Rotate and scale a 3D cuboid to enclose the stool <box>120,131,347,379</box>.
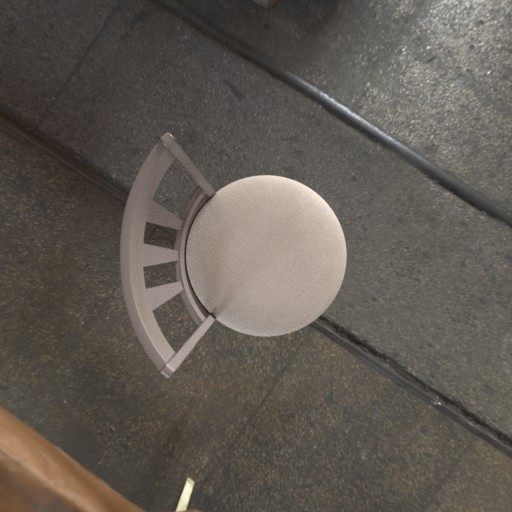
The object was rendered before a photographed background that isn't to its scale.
[{"bbox_3d":[0.000,0.000,1.274,0.475,1.023,0.436,0,90,0],"label":"stool"}]
